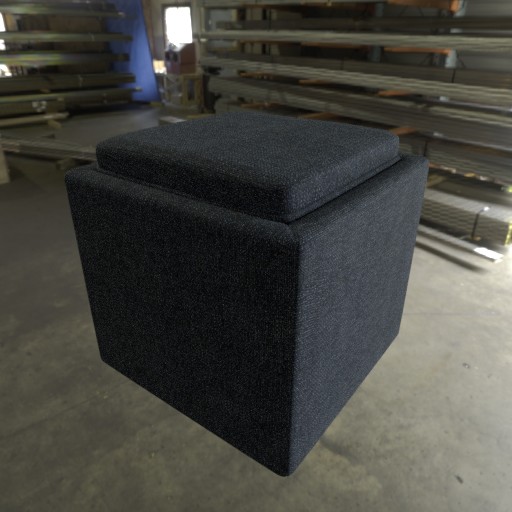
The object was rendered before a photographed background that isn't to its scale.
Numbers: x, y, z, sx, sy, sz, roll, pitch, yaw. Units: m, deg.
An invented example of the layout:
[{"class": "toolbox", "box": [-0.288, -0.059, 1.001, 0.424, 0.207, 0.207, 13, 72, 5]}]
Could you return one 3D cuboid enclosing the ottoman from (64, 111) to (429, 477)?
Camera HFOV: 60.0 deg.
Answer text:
[{"class": "ottoman", "box": [0.000, 0.000, 0.823, 0.450, 0.460, 0.450, 19, 33, 32]}]
